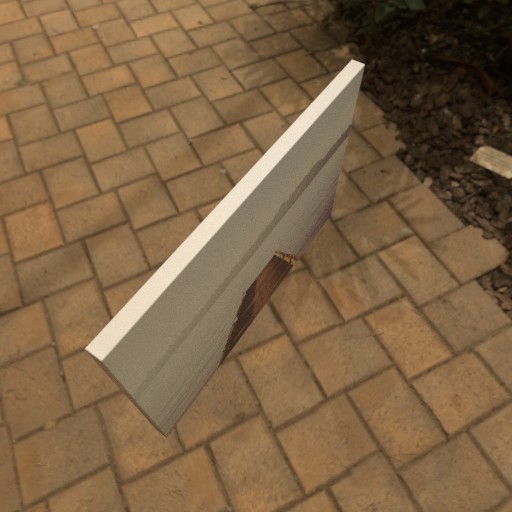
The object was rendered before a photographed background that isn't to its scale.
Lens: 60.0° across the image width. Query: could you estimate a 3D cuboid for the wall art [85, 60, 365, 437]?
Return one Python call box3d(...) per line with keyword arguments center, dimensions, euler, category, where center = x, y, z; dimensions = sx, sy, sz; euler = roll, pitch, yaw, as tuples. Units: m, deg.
box3d(center=(0.000, 0.000, 1.154), dimensions=(0.037, 0.609, 0.916), euler=(30, 62, 18), category="wall art")
